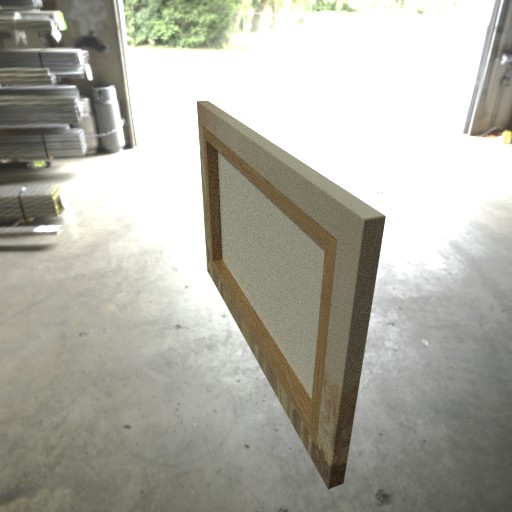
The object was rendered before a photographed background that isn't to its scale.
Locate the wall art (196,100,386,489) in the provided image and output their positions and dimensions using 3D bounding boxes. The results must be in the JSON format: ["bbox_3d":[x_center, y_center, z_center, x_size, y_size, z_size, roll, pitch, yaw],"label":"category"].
[{"bbox_3d":[0.000,0.000,1.134,0.040,0.608,0.916,-11,31,-18],"label":"wall art"}]
